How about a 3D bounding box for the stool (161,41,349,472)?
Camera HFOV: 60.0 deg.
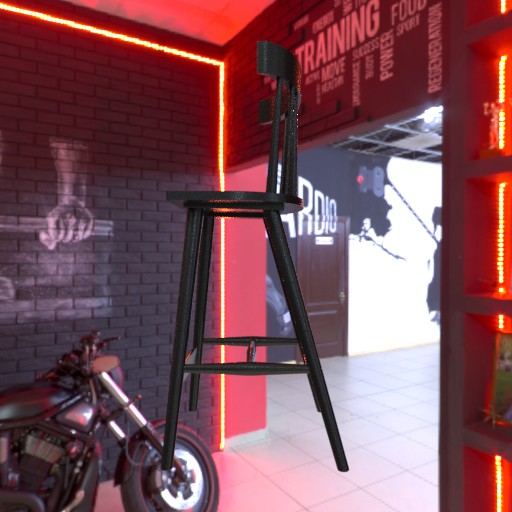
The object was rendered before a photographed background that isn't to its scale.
[{"bbox_3d":[0.000,0.000,1.347,0.483,1.092,0.482,0,0,1],"label":"stool"}]
